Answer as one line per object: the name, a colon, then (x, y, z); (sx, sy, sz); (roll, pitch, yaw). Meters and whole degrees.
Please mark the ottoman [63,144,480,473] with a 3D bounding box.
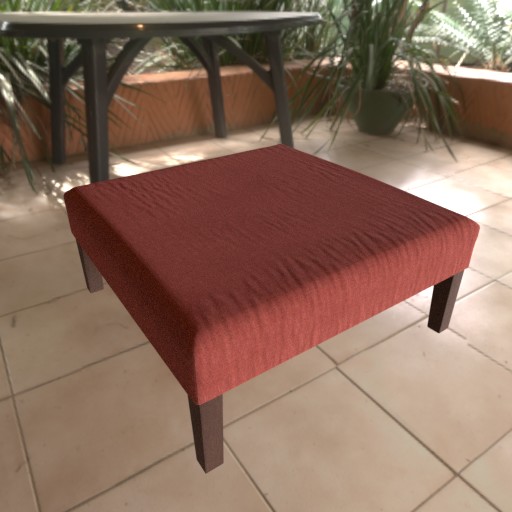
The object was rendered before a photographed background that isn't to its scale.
ottoman: (0.000, 0.000, 1.389); (0.889, 0.411, 0.890); (-19, 36, -29)
